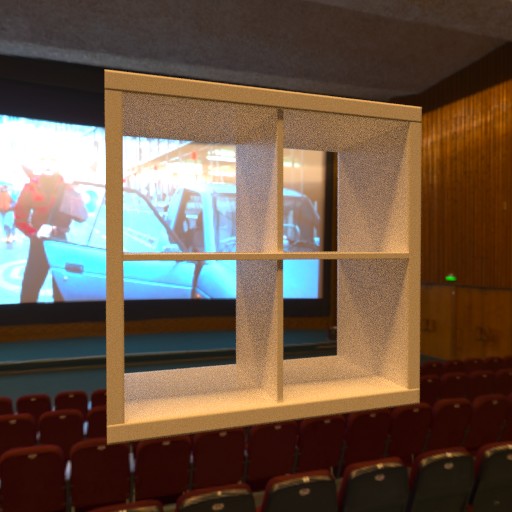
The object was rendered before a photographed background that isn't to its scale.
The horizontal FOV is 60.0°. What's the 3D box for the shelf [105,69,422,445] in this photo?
[{"bbox_3d":[0.000,0.000,1.236,0.790,0.786,0.390,0,1,-18],"label":"shelf"}]
